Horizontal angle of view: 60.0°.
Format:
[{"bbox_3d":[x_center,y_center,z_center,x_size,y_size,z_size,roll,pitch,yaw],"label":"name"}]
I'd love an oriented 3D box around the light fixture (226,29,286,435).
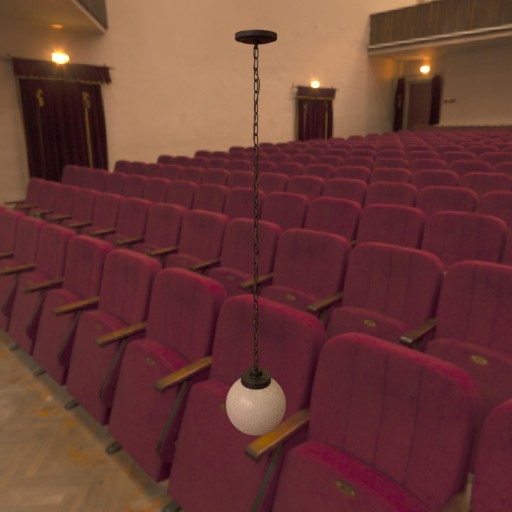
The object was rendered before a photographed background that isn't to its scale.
[{"bbox_3d":[0.000,0.000,2.049,0.305,1.867,0.304,-15,21,-42],"label":"light fixture"}]
